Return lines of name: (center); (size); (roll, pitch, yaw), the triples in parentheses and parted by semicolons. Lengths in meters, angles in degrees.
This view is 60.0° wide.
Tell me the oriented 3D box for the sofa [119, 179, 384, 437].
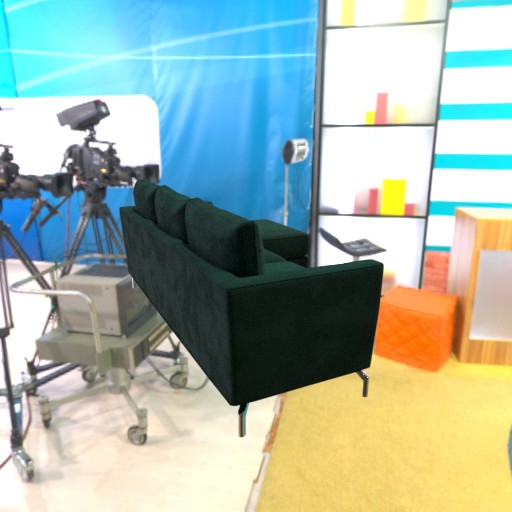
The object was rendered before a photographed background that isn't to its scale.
sofa: (0.000, 0.000, 3.235); (1.489, 1.007, 2.441); (-7, 17, -26)
